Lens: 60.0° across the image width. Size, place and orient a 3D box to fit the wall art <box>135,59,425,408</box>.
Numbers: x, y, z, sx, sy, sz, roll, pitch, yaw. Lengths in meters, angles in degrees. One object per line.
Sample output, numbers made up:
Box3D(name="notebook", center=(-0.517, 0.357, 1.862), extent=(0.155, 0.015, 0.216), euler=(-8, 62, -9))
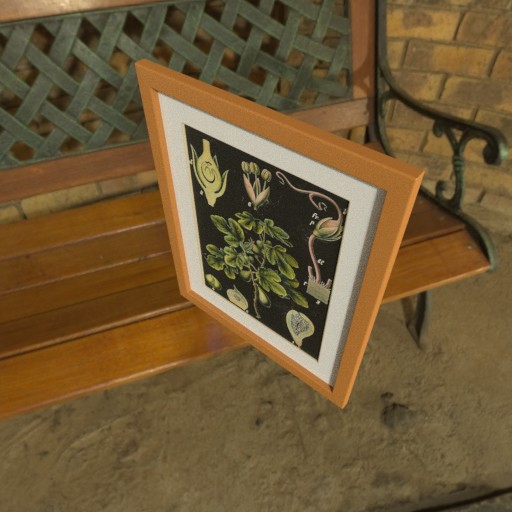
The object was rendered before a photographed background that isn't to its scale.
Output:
Box3D(name="wall art", center=(0.000, 0.000, 0.526), extent=(0.310, 0.379, 0.015), euler=(31, 54, 26))
